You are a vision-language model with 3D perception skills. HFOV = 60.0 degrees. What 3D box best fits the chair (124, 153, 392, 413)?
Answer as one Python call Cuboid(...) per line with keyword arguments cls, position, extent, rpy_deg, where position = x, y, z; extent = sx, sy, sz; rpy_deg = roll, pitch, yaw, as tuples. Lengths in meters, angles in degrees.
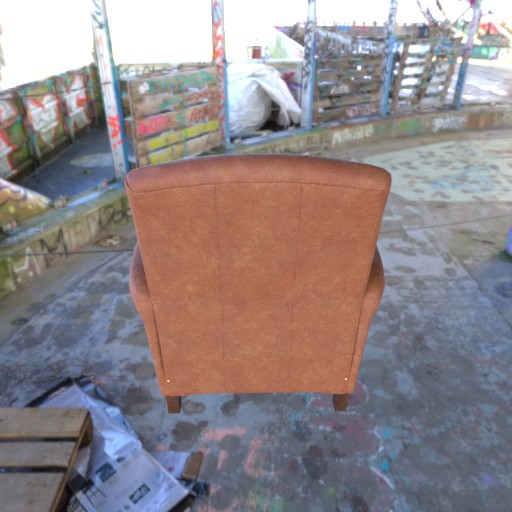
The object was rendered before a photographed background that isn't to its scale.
Cuboid(cls="chair", position=(0.000, 0.000, 1.806), extent=(0.978, 1.061, 0.902), rpy_deg=(-1, 29, -1))
